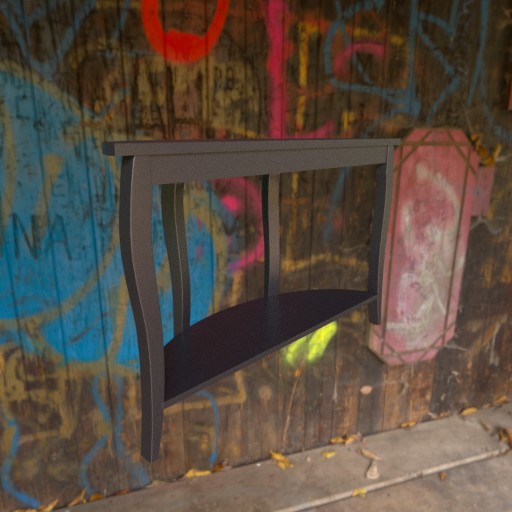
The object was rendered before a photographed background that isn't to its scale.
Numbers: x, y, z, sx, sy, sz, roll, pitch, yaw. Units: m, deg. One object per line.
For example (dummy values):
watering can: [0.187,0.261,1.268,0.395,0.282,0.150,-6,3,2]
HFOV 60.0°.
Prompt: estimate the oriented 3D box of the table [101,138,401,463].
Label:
table: [0.000,0.000,1.534,0.394,0.780,1.219,14,21,42]
